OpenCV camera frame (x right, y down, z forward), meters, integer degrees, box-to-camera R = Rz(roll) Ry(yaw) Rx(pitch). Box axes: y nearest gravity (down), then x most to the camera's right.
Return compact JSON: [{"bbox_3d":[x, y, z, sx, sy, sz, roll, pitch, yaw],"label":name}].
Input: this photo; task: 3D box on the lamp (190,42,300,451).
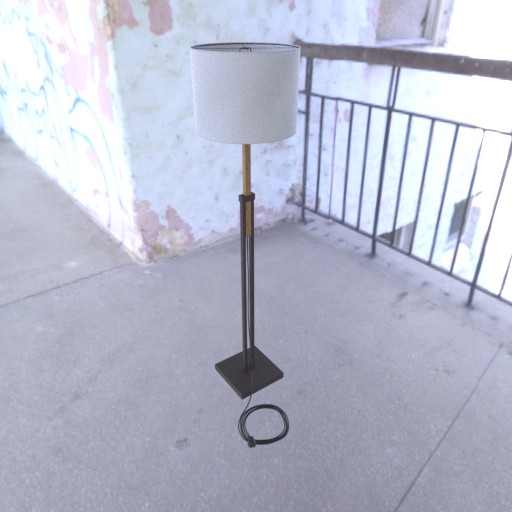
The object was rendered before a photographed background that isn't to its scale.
[{"bbox_3d":[0.000,0.000,1.947,0.474,1.650,0.639,-19,35,-30],"label":"lamp"}]
